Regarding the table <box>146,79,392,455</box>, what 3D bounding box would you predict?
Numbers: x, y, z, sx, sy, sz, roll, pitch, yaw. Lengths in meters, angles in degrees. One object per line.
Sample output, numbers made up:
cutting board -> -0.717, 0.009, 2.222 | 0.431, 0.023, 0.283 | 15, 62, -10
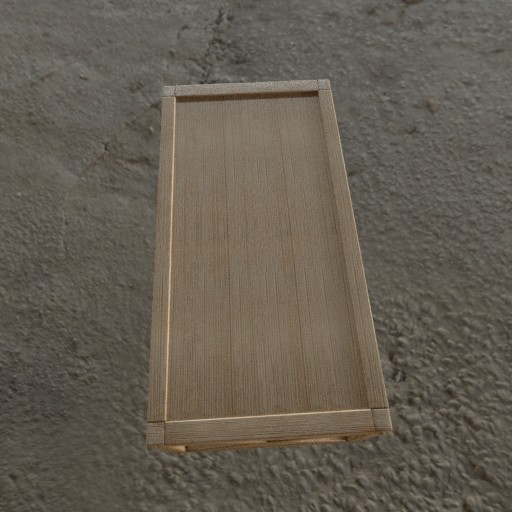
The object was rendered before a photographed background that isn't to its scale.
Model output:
table -> 0.000, 0.000, 1.671 | 0.660, 0.457, 1.321 | -3, 64, -1
